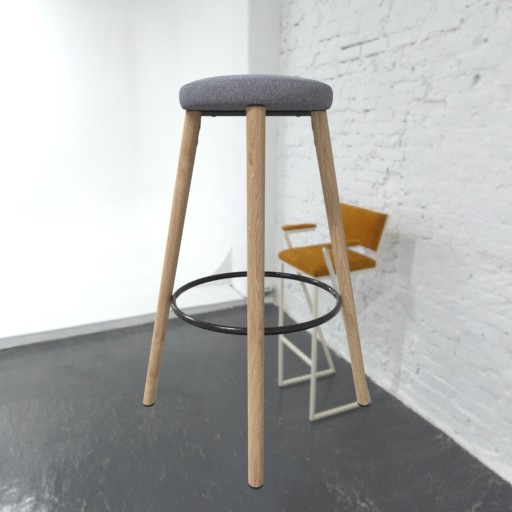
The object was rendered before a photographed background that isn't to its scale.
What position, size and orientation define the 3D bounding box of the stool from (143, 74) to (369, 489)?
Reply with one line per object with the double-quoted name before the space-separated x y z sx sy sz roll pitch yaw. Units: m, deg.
"stool" 0.000 0.000 1.020 0.410 0.770 0.410 -14 20 -43
